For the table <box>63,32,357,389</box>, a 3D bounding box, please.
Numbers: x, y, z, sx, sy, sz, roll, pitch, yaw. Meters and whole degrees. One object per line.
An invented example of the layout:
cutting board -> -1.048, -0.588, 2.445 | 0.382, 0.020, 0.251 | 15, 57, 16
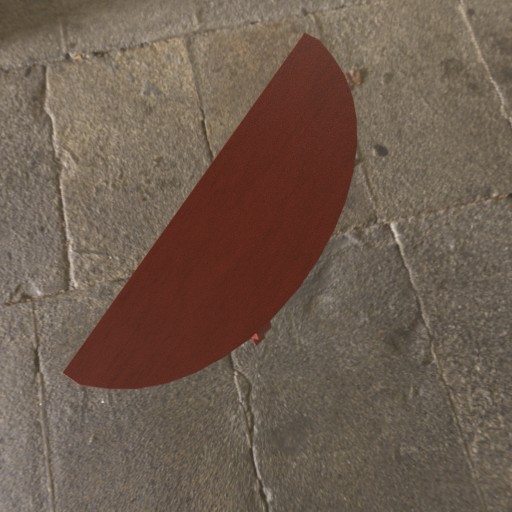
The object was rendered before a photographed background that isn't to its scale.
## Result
table -> 0.000, 0.000, 1.609 | 0.405, 0.779, 1.219 | 31, 78, 8
